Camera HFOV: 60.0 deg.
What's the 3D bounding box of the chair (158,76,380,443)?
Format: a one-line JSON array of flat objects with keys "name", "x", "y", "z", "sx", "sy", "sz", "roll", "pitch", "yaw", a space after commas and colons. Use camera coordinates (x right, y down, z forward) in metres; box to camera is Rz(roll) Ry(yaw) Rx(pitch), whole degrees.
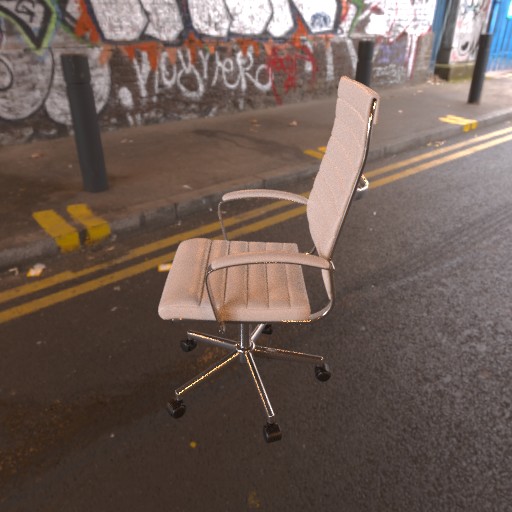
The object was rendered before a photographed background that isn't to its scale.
[{"name": "chair", "x": 0.000, "y": 0.000, "z": 1.574, "sx": 0.679, "sy": 1.149, "sz": 0.679, "roll": 0, "pitch": 28, "yaw": 0}]
